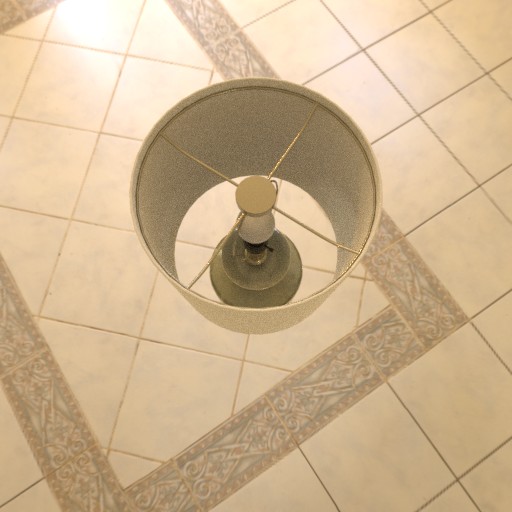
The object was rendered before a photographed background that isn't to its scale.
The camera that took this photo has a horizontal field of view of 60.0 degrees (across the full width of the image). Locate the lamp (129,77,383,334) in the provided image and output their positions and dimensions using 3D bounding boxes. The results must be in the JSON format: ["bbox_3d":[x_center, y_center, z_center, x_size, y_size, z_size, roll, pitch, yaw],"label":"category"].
[{"bbox_3d":[0.000,0.000,0.589,0.211,0.455,0.211,-42,79,-10],"label":"lamp"}]
